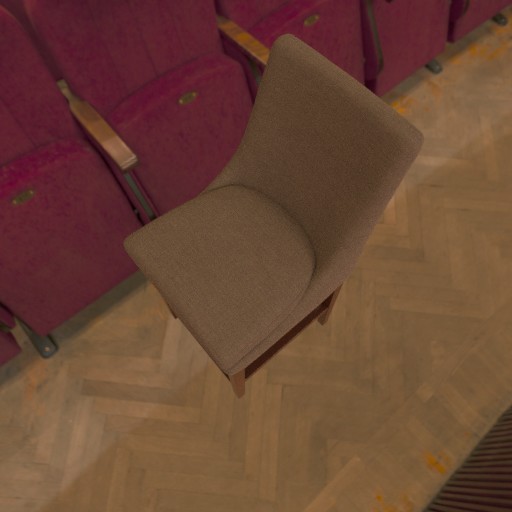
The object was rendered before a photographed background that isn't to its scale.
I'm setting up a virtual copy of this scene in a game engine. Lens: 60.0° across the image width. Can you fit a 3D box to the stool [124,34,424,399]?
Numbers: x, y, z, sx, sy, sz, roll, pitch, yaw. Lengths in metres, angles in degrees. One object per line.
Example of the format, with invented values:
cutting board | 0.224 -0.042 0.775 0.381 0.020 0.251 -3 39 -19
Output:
stool | 0.000 0.000 1.289 0.577 0.981 0.470 -37 69 -17
